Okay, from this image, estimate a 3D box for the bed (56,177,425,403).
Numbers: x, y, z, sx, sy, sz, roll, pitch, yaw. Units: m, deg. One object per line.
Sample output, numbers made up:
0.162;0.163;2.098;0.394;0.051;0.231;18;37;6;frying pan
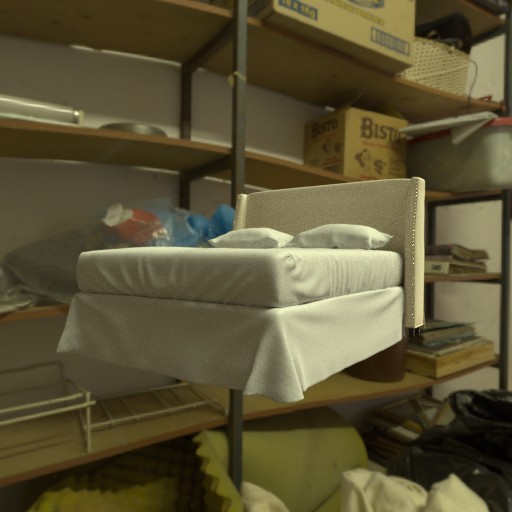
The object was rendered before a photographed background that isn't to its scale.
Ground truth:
0.000;0.000;3.377;1.925;1.332;2.276;0;0;35;bed
